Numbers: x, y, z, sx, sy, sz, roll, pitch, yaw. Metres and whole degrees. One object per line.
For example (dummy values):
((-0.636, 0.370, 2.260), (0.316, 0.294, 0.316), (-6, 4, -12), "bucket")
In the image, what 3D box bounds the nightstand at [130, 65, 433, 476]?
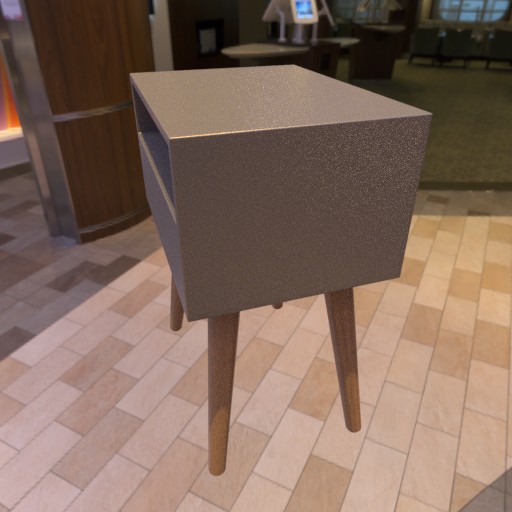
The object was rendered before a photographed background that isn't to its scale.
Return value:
((0.000, 0.000, 0.709), (0.288, 0.508, 0.370), (-10, 32, -16), "nightstand")
